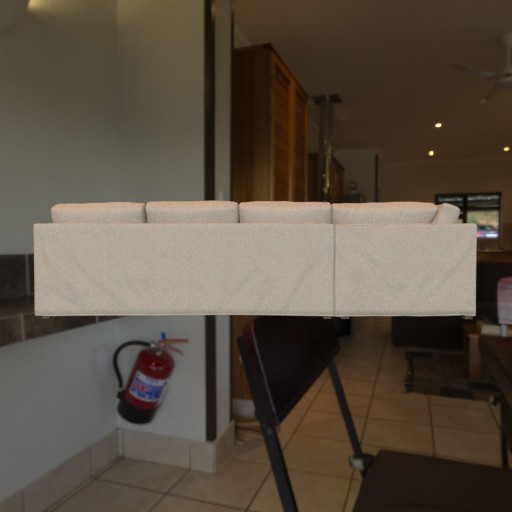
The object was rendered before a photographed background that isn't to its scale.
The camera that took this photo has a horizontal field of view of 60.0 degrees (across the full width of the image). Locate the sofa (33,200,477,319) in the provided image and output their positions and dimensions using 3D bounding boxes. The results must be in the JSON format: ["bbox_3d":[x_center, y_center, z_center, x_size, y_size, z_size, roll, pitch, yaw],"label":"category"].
[{"bbox_3d":[0.000,0.000,4.358,3.182,0.871,2.432,0,1,1],"label":"sofa"}]
